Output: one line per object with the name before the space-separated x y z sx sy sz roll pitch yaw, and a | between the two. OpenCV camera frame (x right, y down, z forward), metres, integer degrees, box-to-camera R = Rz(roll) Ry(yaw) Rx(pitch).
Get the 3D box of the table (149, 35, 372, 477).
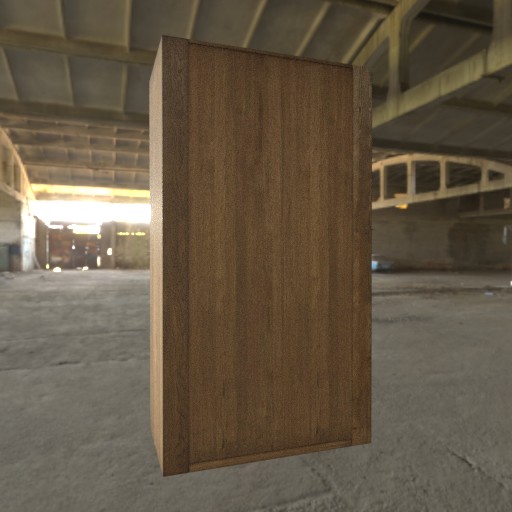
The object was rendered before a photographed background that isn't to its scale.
table | 0.000 0.000 2.465 1.100 2.000 0.600 0 1 -19
